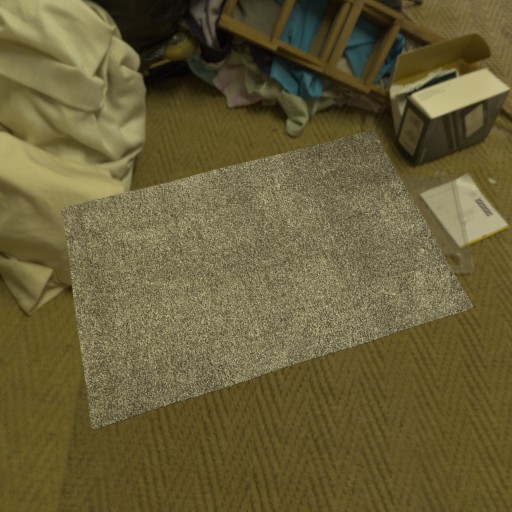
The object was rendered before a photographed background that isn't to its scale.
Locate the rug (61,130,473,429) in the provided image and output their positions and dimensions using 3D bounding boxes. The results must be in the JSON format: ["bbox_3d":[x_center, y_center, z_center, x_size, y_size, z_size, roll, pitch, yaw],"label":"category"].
[{"bbox_3d":[0.000,0.000,2.899,2.352,0.025,1.501,-16,64,-8],"label":"rug"}]
